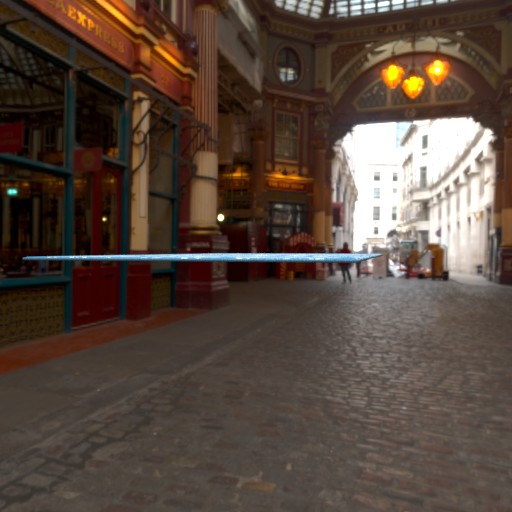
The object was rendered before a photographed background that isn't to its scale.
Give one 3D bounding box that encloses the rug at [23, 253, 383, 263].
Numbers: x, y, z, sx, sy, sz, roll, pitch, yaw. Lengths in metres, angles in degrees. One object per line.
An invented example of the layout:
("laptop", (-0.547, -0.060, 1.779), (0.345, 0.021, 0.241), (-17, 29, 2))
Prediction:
("rug", (0.000, 0.000, 2.312), (1.211, 0.012, 1.833), (0, 1, 18))
